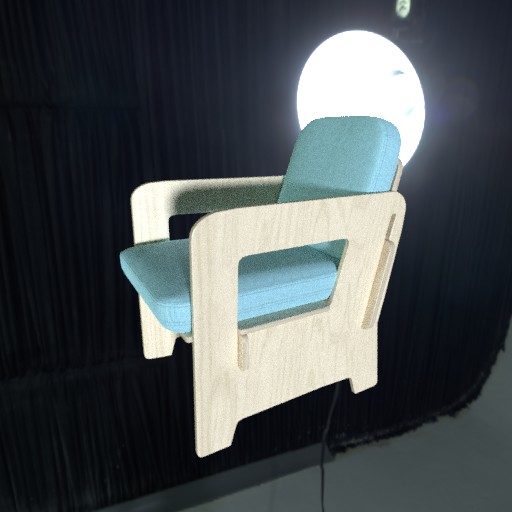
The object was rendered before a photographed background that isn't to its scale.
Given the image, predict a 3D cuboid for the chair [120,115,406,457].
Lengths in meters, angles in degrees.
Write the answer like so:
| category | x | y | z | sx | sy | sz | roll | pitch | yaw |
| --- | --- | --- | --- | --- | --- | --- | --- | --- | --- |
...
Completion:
| category | x | y | z | sx | sy | sz | roll | pitch | yaw |
| --- | --- | --- | --- | --- | --- | --- | --- | --- | --- |
| chair | 0.000 | 0.000 | 1.312 | 0.710 | 0.800 | 0.590 | -8 | 18 | -26 |
